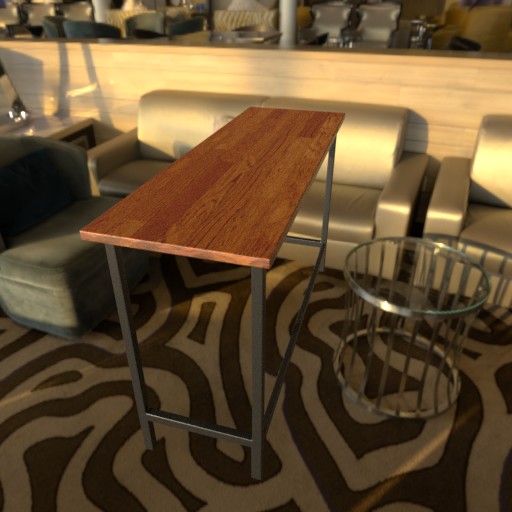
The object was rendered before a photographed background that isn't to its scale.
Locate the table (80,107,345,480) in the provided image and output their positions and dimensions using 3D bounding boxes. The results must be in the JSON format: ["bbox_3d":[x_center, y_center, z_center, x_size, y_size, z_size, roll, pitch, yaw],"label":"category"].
[{"bbox_3d":[0.000,0.000,1.550,0.408,0.740,1.204,9,32,14],"label":"table"}]
